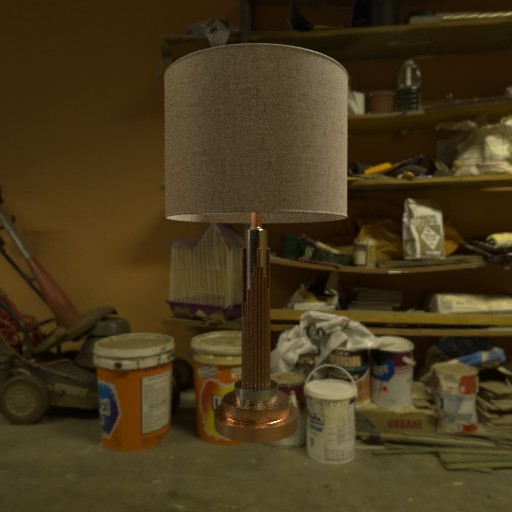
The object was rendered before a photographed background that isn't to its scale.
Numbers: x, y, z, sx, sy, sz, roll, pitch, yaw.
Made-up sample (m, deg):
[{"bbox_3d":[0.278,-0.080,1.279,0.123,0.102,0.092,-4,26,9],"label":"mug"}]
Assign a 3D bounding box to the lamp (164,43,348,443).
[{"bbox_3d":[0.000,0.000,0.796,0.321,0.610,0.321,-1,2,-37],"label":"lamp"}]
